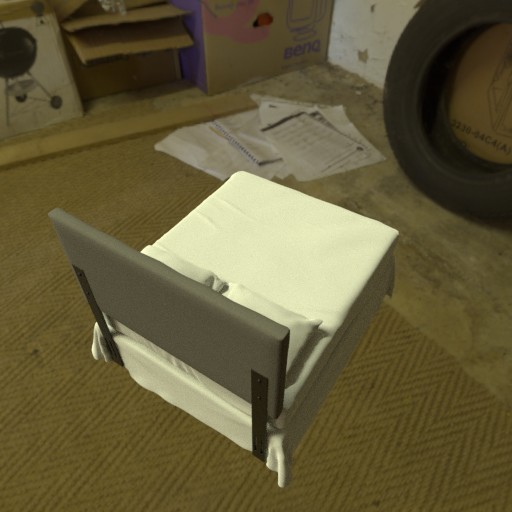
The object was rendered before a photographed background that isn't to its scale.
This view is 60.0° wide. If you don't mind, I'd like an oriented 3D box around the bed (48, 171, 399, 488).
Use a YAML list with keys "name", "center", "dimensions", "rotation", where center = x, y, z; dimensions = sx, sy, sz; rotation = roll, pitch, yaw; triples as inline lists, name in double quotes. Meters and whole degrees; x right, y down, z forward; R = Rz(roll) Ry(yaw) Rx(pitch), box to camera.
- name: "bed"
  center: [0.000, 0.000, 3.457]
  dimensions: [1.936, 1.577, 2.222]
  rotation: [25, 51, 22]
